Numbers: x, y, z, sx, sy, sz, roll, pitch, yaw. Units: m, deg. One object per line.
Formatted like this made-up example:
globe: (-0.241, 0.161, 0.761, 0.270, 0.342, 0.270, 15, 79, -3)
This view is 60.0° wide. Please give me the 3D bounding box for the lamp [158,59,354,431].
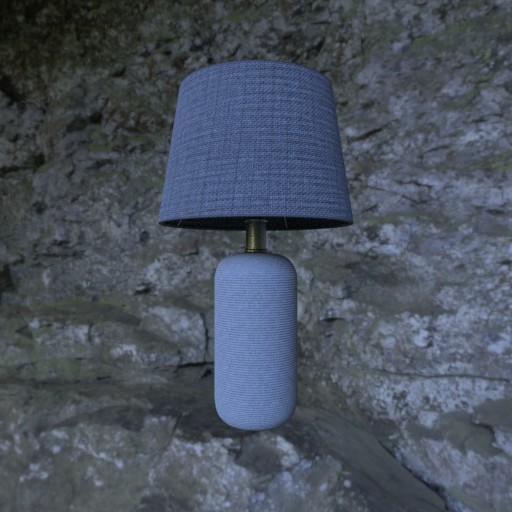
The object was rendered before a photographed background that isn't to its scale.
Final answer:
lamp: (0.000, 0.000, 0.582, 0.251, 0.429, 0.251, 0, 0, 0)
